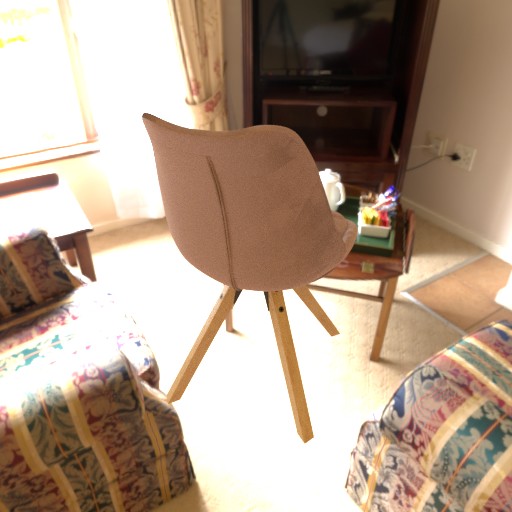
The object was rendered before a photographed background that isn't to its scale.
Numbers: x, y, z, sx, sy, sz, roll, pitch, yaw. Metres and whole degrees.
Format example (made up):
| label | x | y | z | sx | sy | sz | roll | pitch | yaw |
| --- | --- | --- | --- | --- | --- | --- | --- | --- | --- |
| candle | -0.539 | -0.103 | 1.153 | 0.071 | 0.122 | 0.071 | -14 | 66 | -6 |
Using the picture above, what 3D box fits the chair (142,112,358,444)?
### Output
| label | x | y | z | sx | sy | sz | roll | pitch | yaw |
| --- | --- | --- | --- | --- | --- | --- | --- | --- | --- |
| chair | 0.000 | 0.000 | 1.161 | 0.485 | 0.850 | 0.550 | 10 | 35 | 15 |
